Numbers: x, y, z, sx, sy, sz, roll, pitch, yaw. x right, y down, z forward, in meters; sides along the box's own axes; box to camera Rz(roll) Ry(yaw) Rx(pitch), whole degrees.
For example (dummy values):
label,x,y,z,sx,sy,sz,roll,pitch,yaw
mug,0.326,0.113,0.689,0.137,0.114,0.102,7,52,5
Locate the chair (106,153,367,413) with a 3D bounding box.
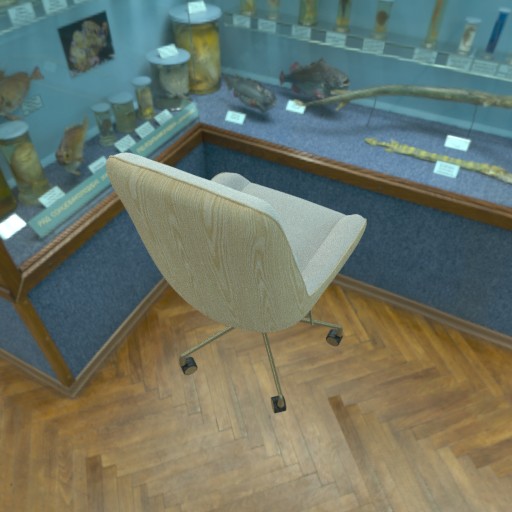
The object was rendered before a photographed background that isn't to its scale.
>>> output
label,x,y,z,sx,sy,sz,roll,pitch,yaw
chair,0.000,0.000,1.363,0.564,0.952,0.668,22,49,21
